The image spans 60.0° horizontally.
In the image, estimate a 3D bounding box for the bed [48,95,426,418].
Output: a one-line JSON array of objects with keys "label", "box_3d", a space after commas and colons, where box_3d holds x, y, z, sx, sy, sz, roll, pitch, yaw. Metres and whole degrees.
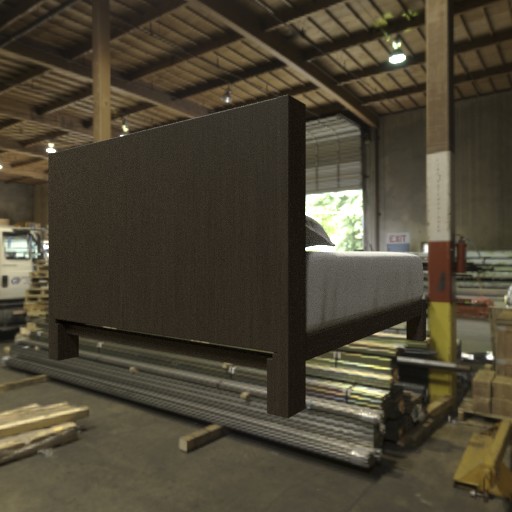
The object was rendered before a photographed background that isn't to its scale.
[{"label": "bed", "box_3d": [0.000, 0.000, 3.036, 1.735, 1.261, 1.992, 0, 0, 36]}]
